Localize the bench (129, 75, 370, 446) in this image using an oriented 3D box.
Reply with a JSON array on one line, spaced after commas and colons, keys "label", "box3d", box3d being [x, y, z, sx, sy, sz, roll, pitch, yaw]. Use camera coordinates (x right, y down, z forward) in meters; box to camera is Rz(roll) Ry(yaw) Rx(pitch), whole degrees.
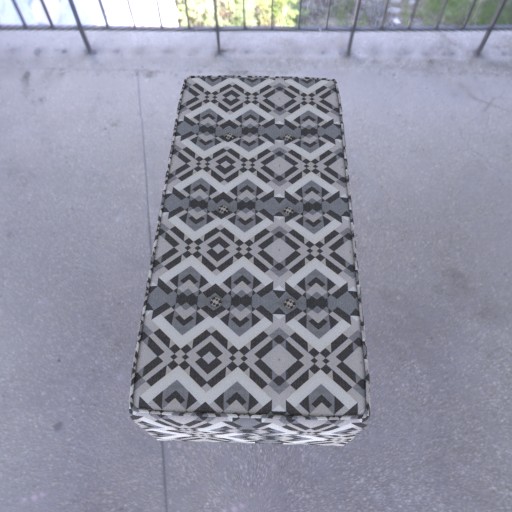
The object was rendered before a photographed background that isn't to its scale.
[{"label": "bench", "box3d": [0.000, 0.000, 1.293, 0.492, 0.477, 1.016, 1, 59, 1]}]
